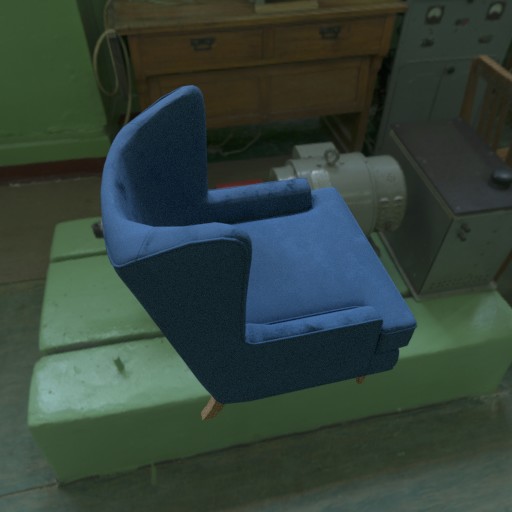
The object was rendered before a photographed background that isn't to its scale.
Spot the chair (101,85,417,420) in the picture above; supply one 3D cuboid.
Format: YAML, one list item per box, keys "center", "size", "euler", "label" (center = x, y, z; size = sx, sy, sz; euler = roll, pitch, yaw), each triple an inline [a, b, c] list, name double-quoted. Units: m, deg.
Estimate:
- center: [0.000, 0.000, 1.584]
  size: [0.910, 0.952, 0.793]
  euler: [-10, 46, -9]
  label: "chair"
